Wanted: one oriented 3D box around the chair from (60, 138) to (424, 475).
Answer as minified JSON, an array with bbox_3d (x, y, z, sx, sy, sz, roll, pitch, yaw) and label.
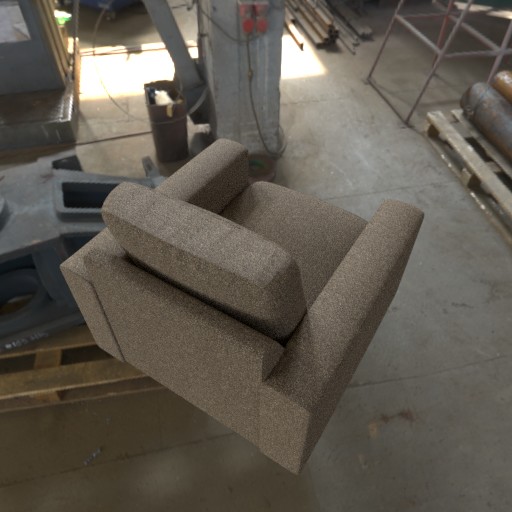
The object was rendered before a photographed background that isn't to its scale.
[{"bbox_3d":[0.000,0.000,1.745,1.005,0.873,1.016,25,52,21],"label":"chair"}]
